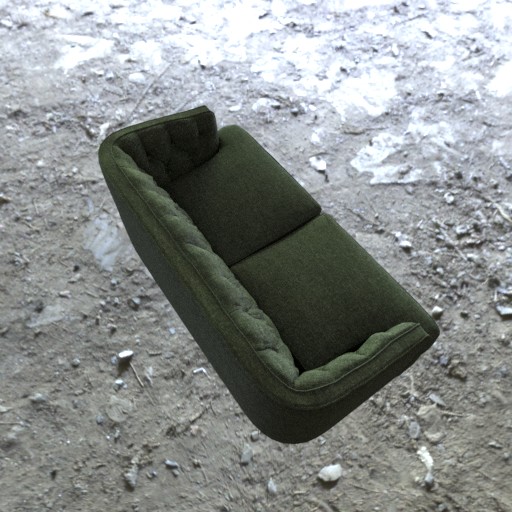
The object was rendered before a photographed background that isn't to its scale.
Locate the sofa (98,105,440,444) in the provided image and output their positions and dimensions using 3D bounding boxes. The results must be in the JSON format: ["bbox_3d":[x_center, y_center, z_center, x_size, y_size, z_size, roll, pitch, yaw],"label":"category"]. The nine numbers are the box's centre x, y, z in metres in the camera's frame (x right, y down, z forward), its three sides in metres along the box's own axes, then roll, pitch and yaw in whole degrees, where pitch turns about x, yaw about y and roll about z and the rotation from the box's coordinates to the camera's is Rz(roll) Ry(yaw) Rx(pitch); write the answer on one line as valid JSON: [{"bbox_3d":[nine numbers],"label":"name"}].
[{"bbox_3d":[0.000,0.000,2.296,0.941,0.855,1.733,-31,63,-18],"label":"sofa"}]
